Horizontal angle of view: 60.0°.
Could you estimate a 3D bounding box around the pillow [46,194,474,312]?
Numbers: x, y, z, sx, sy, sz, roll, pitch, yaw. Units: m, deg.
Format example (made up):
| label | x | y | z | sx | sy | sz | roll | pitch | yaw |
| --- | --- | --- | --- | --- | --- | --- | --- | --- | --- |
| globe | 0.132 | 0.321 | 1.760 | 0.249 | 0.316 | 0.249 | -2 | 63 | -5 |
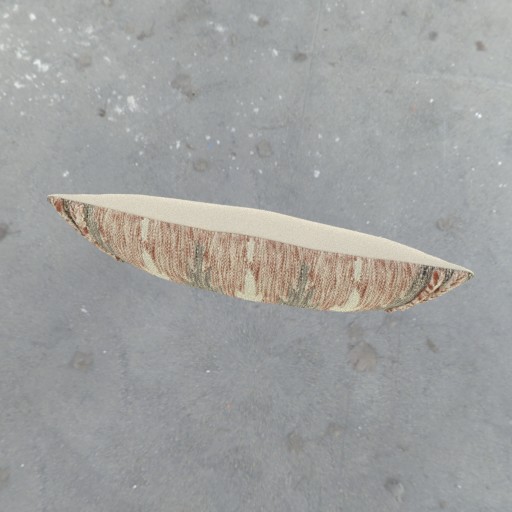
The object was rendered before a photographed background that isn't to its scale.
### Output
| label | x | y | z | sx | sy | sz | roll | pitch | yaw |
| --- | --- | --- | --- | --- | --- | --- | --- | --- | --- |
| pillow | 0.000 | 0.000 | 0.747 | 0.635 | 0.282 | 0.139 | 10 | 76 | 3 |
